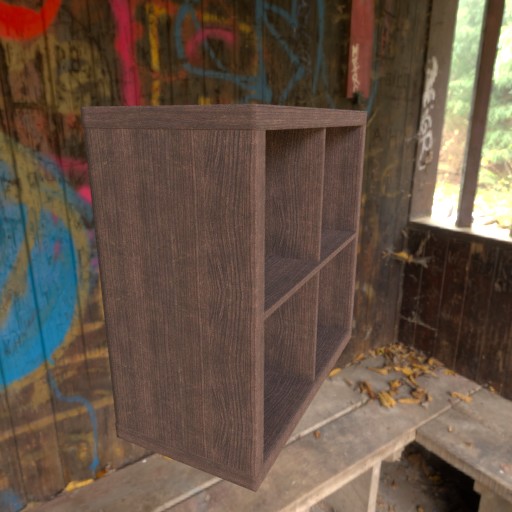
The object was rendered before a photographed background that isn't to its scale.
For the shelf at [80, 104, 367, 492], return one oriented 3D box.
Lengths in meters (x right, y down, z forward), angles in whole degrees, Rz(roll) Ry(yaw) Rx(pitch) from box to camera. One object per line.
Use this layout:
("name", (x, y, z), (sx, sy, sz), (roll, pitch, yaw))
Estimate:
("shelf", (0.000, 0.000, 1.253), (0.390, 0.786, 0.790), (8, 19, 25))
